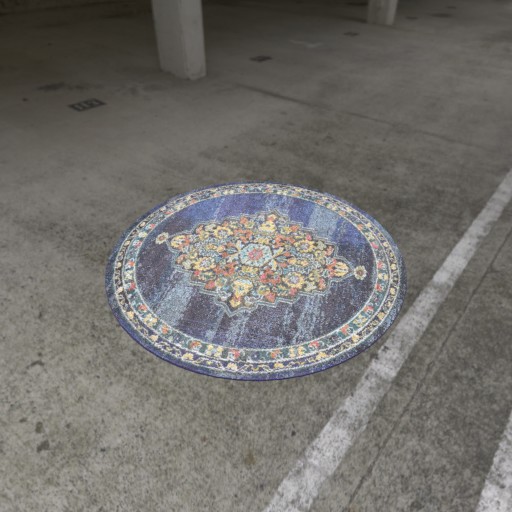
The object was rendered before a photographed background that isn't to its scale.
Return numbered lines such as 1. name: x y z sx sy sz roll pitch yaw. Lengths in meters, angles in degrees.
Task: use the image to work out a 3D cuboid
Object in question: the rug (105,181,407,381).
1. rug: 0.000 0.000 2.416 1.591 0.010 1.591 0 40 0
